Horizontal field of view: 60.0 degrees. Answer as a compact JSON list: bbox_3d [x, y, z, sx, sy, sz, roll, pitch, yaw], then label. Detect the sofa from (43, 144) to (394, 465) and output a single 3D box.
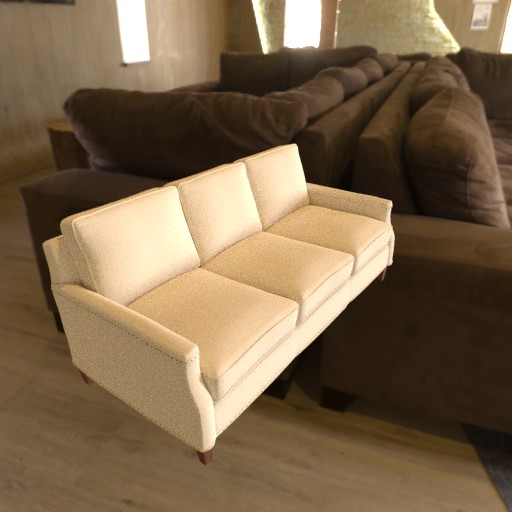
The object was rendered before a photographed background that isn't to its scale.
[{"bbox_3d":[0.000,0.000,2.846,1.084,1.003,2.246,18,32,32],"label":"sofa"}]
